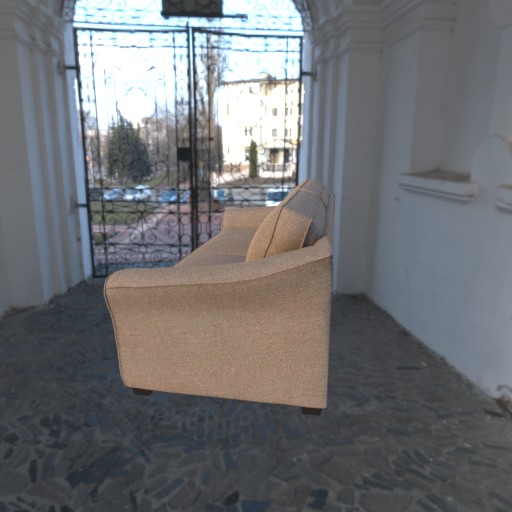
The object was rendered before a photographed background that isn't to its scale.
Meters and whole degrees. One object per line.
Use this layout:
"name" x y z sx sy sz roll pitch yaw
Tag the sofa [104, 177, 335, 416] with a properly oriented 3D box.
"sofa" 0.000 0.000 2.867 0.986 0.906 2.270 2 14 10
